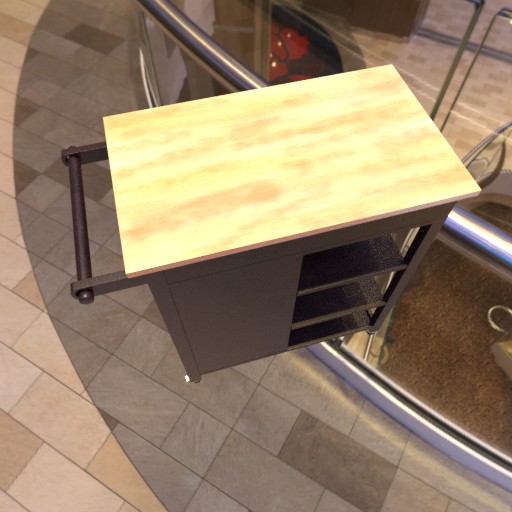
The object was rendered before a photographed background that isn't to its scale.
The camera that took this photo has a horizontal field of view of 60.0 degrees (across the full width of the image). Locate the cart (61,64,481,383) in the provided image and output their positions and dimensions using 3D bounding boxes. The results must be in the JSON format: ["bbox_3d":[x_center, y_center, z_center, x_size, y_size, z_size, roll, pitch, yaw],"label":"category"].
[{"bbox_3d":[0.000,0.000,1.412,0.914,0.878,0.472,-13,59,-8],"label":"cart"}]
